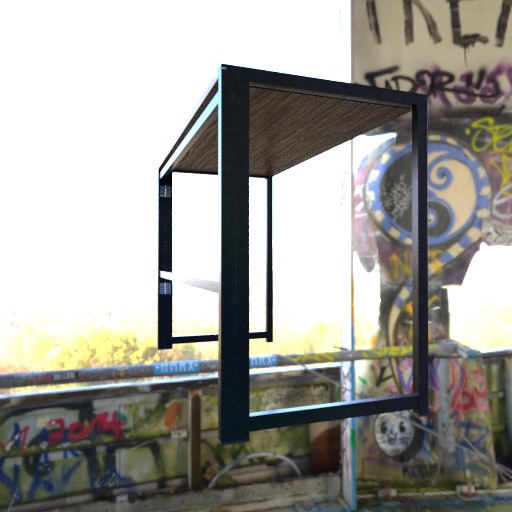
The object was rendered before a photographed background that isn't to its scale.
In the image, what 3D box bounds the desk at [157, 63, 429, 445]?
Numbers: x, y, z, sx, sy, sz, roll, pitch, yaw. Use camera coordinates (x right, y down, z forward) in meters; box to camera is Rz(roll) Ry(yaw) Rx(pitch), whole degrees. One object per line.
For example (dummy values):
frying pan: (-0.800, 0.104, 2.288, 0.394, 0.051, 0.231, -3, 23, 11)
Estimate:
desk: (0.000, 0.000, 1.443, 0.508, 0.762, 1.016, 0, -1, -20)
